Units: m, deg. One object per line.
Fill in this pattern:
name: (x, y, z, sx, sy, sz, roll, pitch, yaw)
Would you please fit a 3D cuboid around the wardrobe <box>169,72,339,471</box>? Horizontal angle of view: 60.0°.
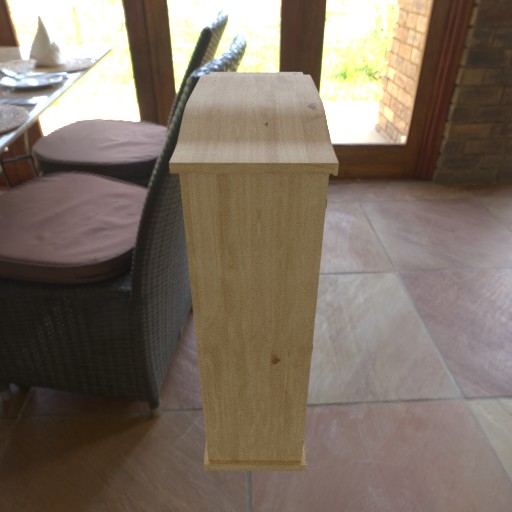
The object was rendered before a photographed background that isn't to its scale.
wardrobe: (0.000, 0.000, 2.572, 0.570, 1.870, 1.500, 0, 33, 0)
